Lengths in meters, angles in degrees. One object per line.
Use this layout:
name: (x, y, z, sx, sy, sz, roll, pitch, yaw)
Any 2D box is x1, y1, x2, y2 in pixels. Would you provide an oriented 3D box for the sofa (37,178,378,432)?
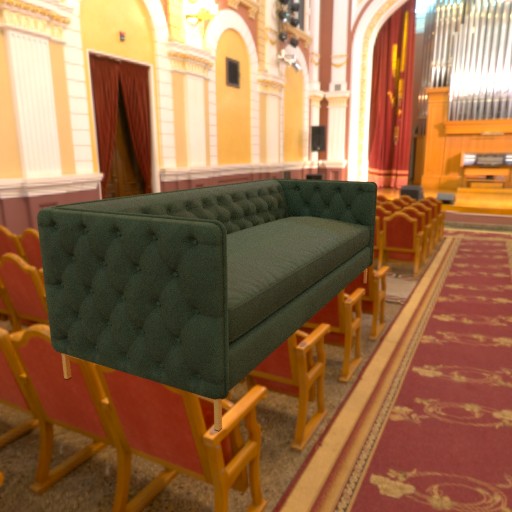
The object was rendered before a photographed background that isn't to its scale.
sofa: (0.000, 0.000, 2.597, 0.895, 0.771, 2.209, 7, 15, 27)
